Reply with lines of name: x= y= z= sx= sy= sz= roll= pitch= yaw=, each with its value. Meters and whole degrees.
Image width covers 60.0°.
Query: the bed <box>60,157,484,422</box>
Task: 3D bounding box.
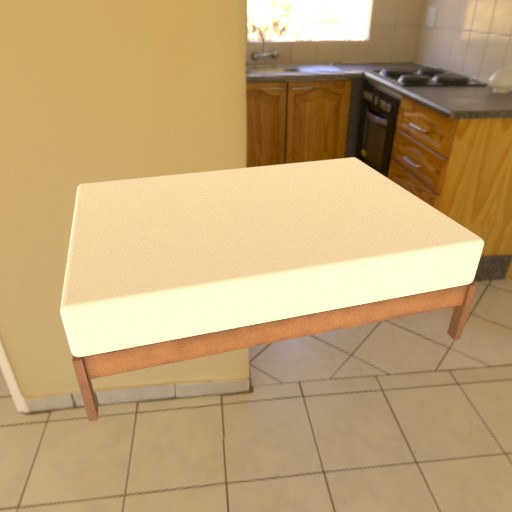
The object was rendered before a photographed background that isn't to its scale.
bed: x=0.000 y=0.000 z=2.587 sx=1.927 sy=0.616 sz=1.348 roll=-8 pitch=31 yaw=-14
